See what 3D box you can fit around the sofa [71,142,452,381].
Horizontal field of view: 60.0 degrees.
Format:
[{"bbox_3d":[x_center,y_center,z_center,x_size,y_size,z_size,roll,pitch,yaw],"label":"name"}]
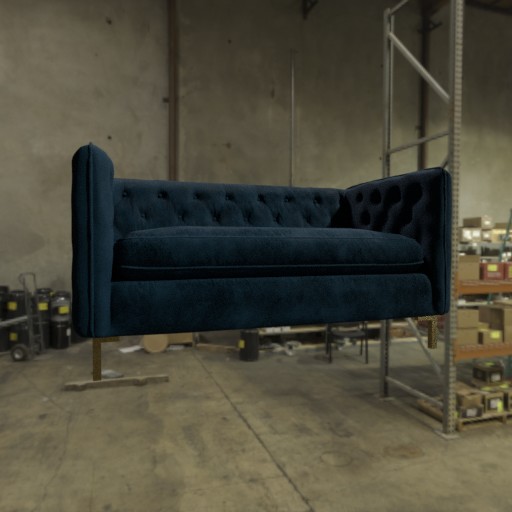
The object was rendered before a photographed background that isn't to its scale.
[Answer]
[{"bbox_3d":[0.000,0.000,2.106,1.583,0.810,0.909,-1,2,-19],"label":"sofa"}]
